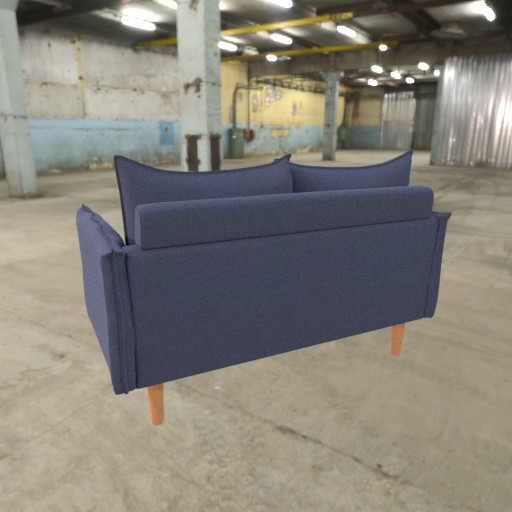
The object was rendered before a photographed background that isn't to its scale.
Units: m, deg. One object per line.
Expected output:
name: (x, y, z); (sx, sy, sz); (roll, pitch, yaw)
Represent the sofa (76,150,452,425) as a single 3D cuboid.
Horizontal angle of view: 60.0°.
sofa: (0.000, 0.000, 1.810); (1.300, 0.840, 0.820); (-8, 17, -26)
